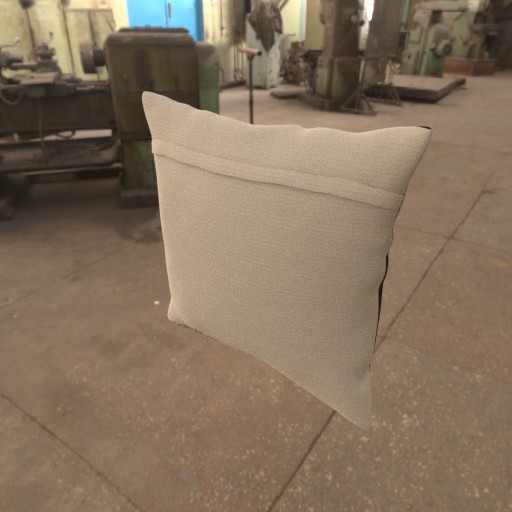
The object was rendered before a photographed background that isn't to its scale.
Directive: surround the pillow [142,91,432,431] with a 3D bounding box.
[{"bbox_3d":[0.000,0.000,0.717,0.475,0.473,0.178,20,35,32],"label":"pillow"}]
